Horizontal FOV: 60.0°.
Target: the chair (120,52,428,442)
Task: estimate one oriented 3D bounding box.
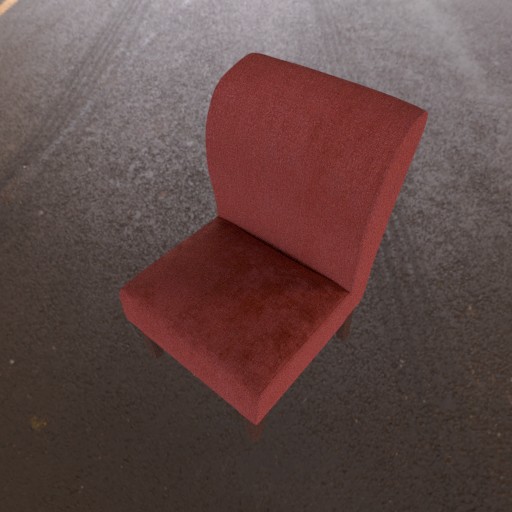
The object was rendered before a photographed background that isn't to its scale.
[{"bbox_3d":[0.000,0.000,1.268,0.538,0.846,0.640,32,54,27],"label":"chair"}]
